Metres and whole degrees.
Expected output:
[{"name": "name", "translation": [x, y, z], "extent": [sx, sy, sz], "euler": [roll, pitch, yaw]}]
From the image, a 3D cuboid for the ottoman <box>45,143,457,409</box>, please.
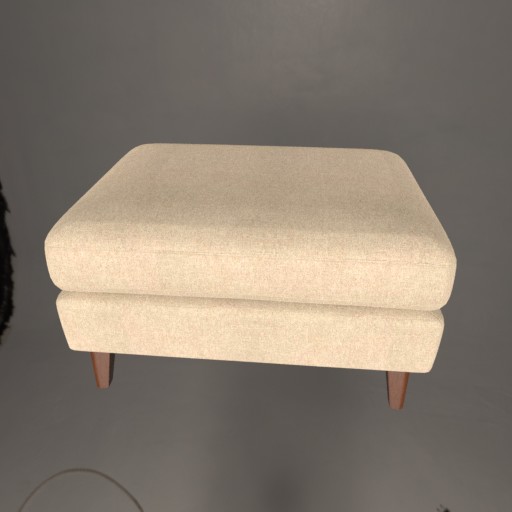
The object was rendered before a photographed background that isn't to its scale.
[{"name": "ottoman", "translation": [0.000, 0.000, 1.190], "extent": [0.823, 0.478, 0.610], "euler": [3, 32, 4]}]
